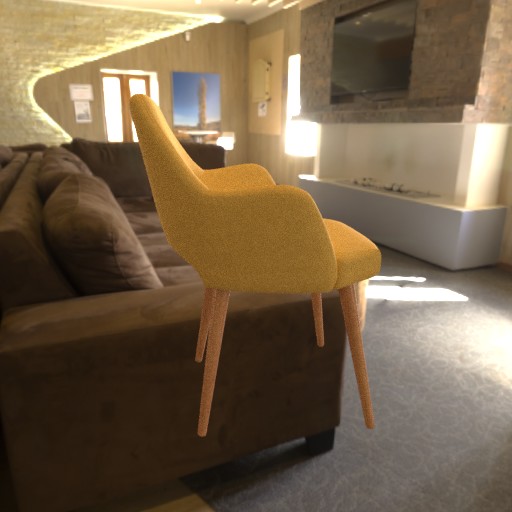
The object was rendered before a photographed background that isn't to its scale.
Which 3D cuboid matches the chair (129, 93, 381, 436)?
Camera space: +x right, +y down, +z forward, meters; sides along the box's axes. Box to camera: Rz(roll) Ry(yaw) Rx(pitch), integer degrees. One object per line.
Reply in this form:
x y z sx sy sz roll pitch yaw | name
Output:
0.000 0.000 1.233 0.610 0.840 0.590 -2 17 -8 | chair
